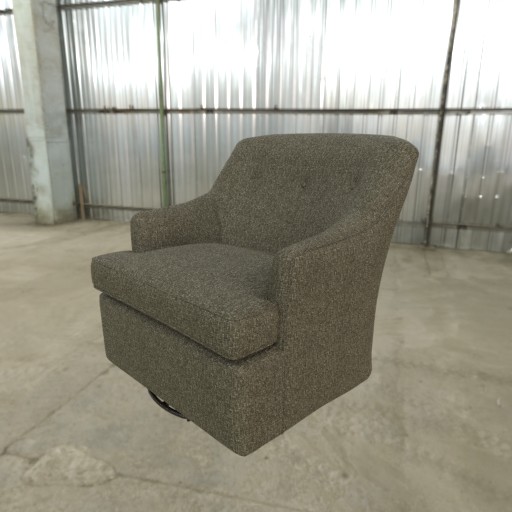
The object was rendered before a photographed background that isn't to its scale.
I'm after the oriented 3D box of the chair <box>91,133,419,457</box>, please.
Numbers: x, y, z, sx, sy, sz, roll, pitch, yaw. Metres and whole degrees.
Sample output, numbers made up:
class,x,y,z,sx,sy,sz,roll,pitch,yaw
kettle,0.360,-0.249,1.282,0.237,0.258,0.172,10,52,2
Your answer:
class,x,y,z,sx,sy,sz,roll,pitch,yaw
chair,0.000,0.000,1.604,0.923,0.856,0.864,-15,22,-43
